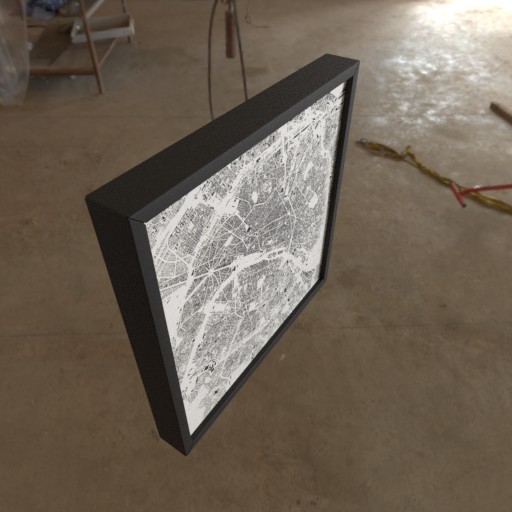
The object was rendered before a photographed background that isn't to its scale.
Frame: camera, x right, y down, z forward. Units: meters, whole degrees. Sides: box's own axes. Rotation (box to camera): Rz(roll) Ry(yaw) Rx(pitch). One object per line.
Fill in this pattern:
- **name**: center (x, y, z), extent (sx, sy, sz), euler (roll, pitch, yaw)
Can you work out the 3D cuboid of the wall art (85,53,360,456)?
- **wall art**: center (0.000, 0.000, 0.448), extent (0.037, 0.305, 0.305), euler (25, 48, 25)
